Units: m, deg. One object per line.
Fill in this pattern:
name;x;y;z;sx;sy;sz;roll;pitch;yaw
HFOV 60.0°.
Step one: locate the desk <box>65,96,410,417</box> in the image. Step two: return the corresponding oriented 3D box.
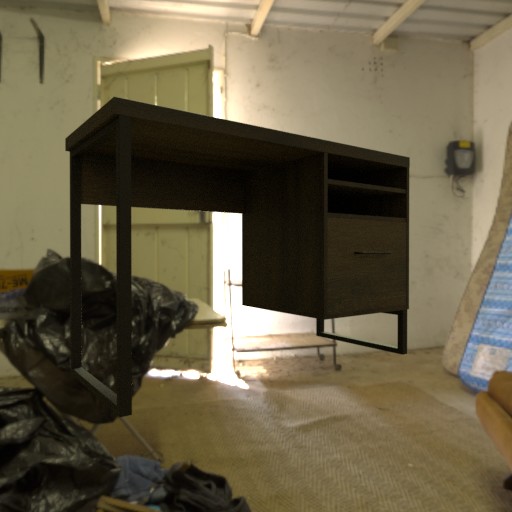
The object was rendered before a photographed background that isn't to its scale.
desk;0.000;0.000;1.544;1.134;0.752;0.511;0;1;-36
